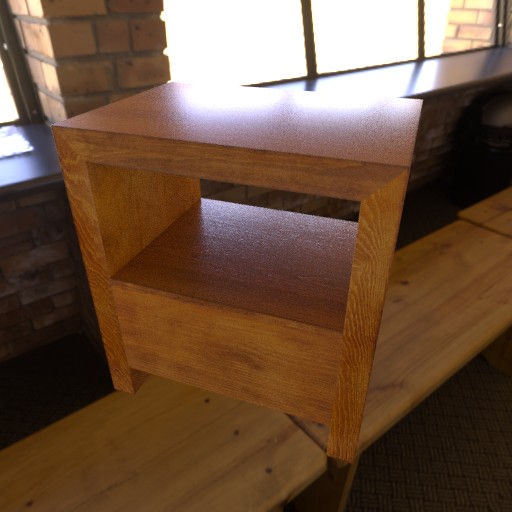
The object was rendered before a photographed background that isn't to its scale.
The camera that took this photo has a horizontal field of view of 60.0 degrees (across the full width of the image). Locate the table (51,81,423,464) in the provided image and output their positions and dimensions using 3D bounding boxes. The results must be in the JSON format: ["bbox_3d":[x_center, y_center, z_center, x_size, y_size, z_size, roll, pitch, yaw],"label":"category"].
[{"bbox_3d":[0.000,0.000,0.944,0.550,0.605,0.400,11,33,17],"label":"table"}]
